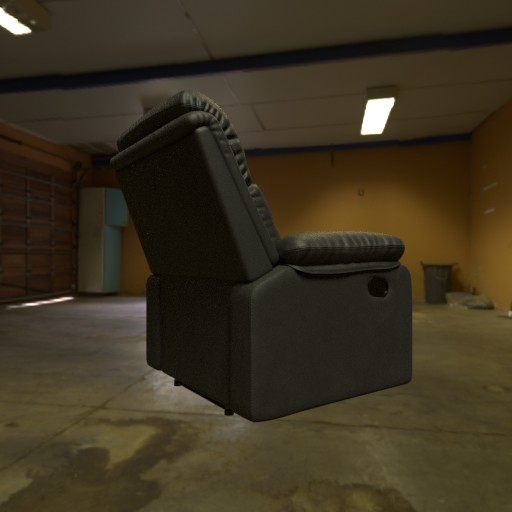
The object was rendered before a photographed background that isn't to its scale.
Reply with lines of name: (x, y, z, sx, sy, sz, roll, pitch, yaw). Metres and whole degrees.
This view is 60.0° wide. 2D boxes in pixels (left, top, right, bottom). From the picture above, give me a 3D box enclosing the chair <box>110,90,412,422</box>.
chair: (0.000, 0.000, 1.684, 0.919, 0.992, 0.855, 0, 0, -35)
